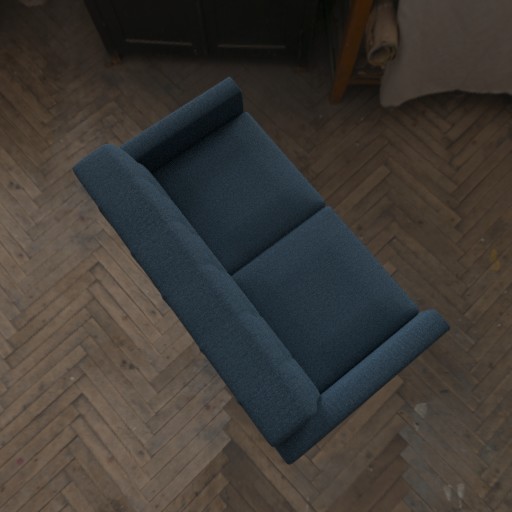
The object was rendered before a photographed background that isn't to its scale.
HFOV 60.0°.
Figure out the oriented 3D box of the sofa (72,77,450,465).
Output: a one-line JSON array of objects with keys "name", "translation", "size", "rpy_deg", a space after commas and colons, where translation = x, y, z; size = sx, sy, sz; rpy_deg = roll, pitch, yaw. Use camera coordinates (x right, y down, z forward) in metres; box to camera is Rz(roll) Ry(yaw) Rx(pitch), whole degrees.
[{"name": "sofa", "translation": [0.000, 0.000, 2.193], "size": [0.942, 0.896, 1.651], "rpy_deg": [-36, 77, -10]}]
